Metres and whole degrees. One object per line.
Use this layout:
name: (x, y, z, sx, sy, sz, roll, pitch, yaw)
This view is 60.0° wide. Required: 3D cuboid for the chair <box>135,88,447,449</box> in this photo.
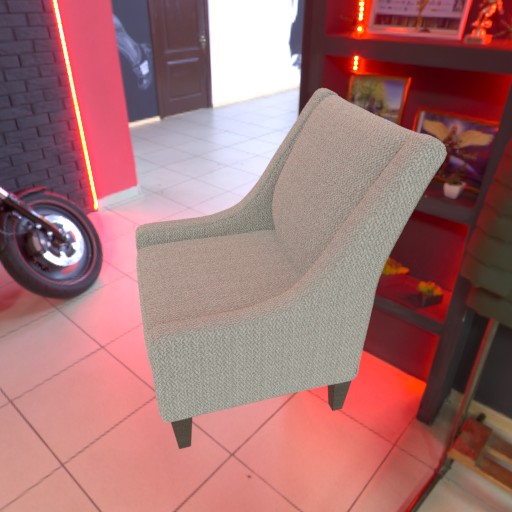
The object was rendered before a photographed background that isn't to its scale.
chair: (0.000, 0.000, 1.633, 0.870, 1.014, 0.774, -9, 32, -14)
